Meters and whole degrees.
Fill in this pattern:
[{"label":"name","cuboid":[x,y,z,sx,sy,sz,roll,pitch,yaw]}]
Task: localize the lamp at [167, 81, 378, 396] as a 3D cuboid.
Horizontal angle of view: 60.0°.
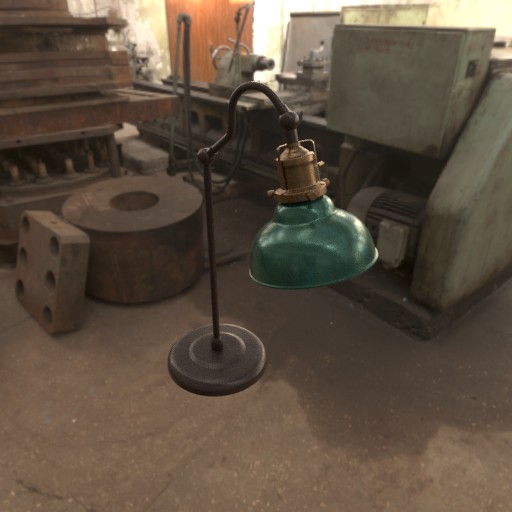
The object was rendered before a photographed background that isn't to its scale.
[{"label":"lamp","cuboid":[0.000,0.000,0.690,0.374,0.508,0.192,19,33,32]}]
